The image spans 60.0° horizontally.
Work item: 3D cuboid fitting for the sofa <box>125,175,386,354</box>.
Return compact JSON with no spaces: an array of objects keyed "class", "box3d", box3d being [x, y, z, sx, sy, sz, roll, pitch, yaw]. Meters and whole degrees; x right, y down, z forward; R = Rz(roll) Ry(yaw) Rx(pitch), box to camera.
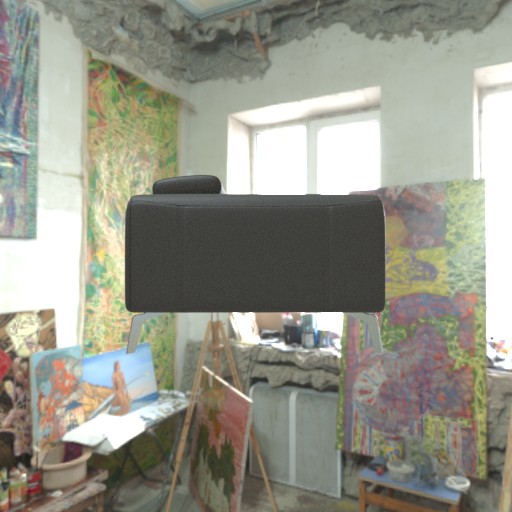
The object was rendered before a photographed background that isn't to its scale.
[{"class":"sofa","box3d":[0.000,0.000,2.835,1.023,0.759,2.321,0,0,0]}]
